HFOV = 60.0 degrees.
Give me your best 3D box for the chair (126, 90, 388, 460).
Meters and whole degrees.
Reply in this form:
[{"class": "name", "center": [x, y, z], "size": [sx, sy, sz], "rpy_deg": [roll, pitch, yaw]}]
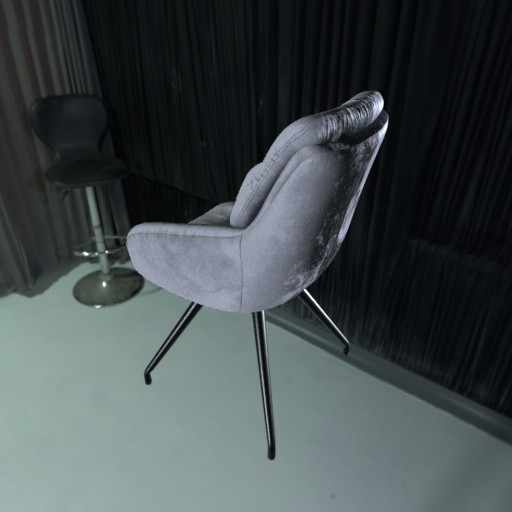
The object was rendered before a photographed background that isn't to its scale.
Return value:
[{"class": "chair", "center": [0.000, 0.000, 1.241], "size": [0.569, 0.888, 0.579], "rpy_deg": [19, 36, 29]}]
